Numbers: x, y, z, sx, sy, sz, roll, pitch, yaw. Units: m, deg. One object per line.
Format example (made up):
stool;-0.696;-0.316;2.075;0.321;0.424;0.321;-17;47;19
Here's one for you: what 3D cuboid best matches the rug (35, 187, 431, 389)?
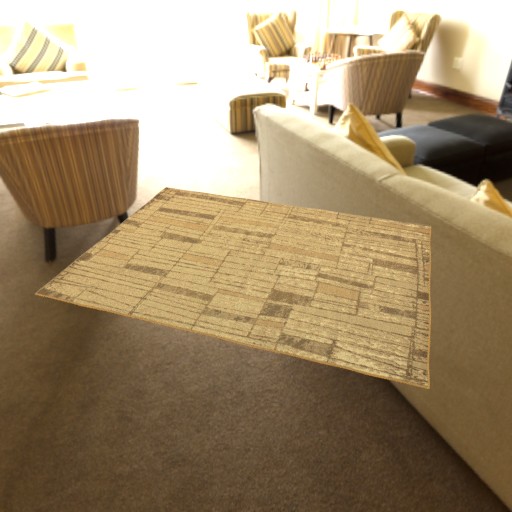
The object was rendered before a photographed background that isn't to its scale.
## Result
rug;0.000;0.000;4.477;3.357;0.019;2.449;10;34;16
